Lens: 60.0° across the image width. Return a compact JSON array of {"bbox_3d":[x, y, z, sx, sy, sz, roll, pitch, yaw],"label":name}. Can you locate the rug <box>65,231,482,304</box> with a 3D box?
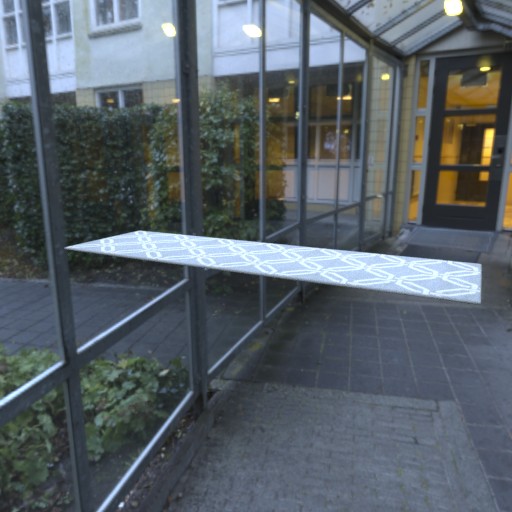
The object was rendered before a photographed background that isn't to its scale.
[{"bbox_3d":[0.000,0.000,2.497,2.276,0.014,0.678,6,15,26],"label":"rug"}]
